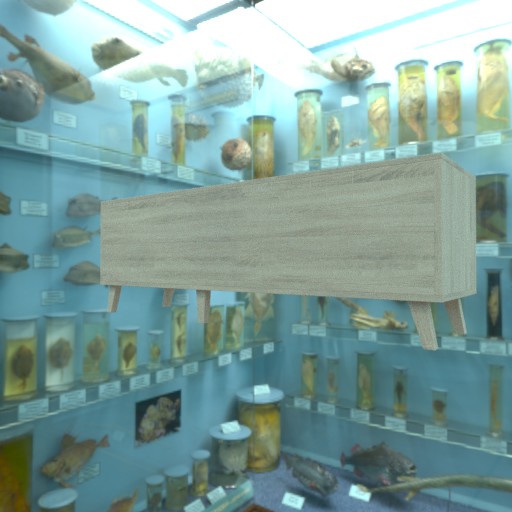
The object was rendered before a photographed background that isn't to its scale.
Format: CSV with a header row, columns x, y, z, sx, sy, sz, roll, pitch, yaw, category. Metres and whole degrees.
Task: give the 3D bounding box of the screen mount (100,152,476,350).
x,y,z,sx,sy,sz,roll,pitch,yaw,category
0.000,0.000,1.741,1.500,0.510,0.400,-1,-1,38,screen mount
